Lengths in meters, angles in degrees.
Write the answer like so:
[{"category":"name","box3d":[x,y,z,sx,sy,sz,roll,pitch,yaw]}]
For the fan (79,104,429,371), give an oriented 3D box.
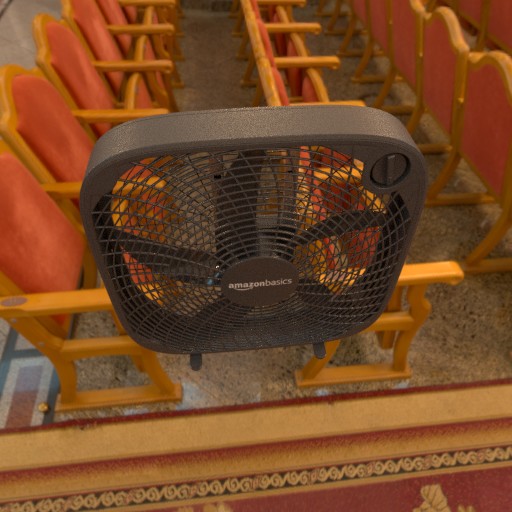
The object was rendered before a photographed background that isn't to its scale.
[{"category":"fan","box3d":[0.000,0.000,0.796,0.526,0.533,0.142,-4,47,-4]}]
